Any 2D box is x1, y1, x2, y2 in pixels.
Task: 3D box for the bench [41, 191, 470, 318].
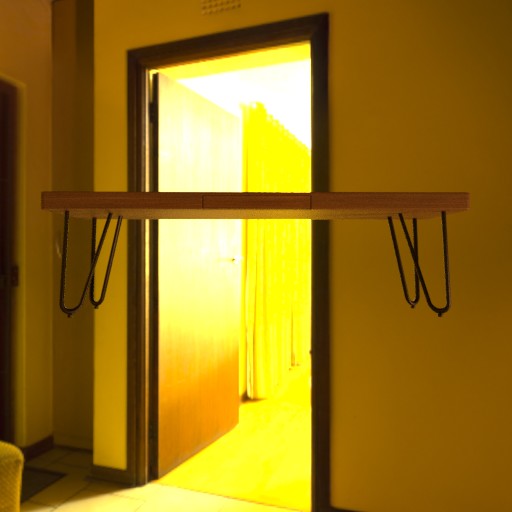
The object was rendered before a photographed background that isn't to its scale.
[{"bbox_3d":[0.000,0.000,1.812,1.570,0.462,0.425,0,0,-1],"label":"bench"}]
